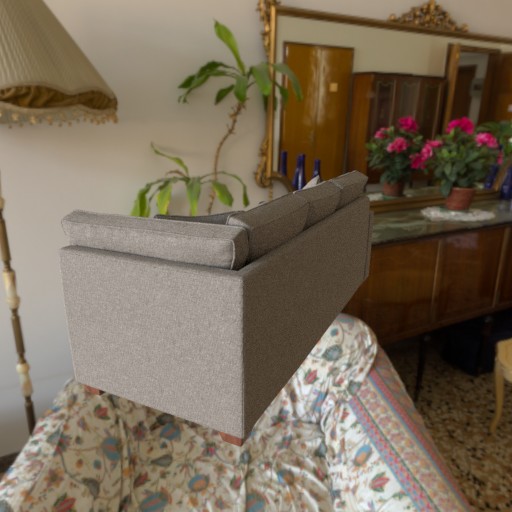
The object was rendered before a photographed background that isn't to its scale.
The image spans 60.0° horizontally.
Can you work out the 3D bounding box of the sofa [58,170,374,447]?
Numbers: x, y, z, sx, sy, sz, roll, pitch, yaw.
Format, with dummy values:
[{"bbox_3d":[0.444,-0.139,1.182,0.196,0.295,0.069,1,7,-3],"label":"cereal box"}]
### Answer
[{"bbox_3d":[0.000,0.000,2.921,1.061,0.962,2.317,8,18,25],"label":"sofa"}]
